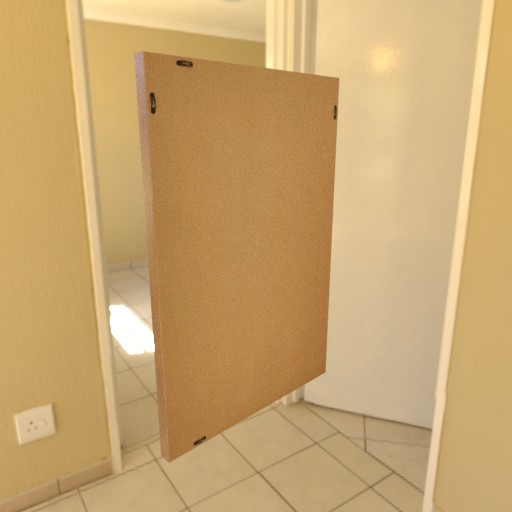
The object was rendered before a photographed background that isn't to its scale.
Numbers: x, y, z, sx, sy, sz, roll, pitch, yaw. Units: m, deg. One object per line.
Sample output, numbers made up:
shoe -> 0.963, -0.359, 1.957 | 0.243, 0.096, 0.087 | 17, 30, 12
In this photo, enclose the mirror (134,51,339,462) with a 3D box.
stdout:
mirror -> 0.000, 0.000, 1.161 | 0.609, 0.915, 0.040 | -14, 21, -42
